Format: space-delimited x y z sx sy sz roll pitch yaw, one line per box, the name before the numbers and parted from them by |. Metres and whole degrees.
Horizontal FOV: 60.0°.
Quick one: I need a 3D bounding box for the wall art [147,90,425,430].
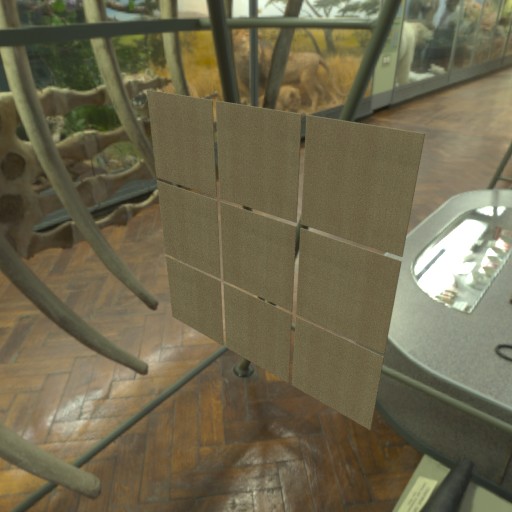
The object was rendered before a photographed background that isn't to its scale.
wall art | 0.000 0.000 2.322 1.517 1.505 0.002 22 36 34
